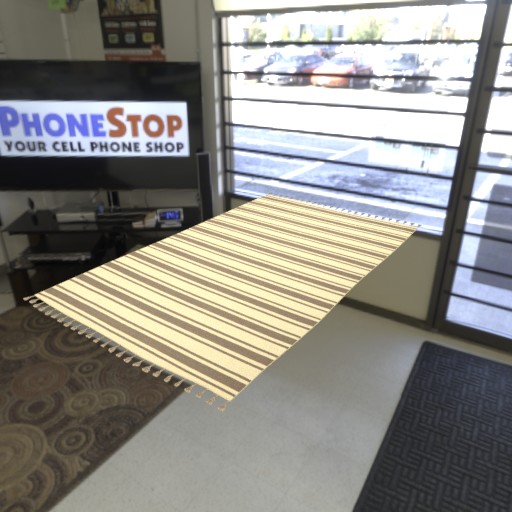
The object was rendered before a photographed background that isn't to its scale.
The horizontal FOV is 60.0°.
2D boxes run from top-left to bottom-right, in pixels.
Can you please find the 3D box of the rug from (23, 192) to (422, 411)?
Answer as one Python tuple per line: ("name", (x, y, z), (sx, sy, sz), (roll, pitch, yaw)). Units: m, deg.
("rug", (0.000, 0.000, 2.529), (1.229, 0.011, 2.096), (17, 31, 32))
